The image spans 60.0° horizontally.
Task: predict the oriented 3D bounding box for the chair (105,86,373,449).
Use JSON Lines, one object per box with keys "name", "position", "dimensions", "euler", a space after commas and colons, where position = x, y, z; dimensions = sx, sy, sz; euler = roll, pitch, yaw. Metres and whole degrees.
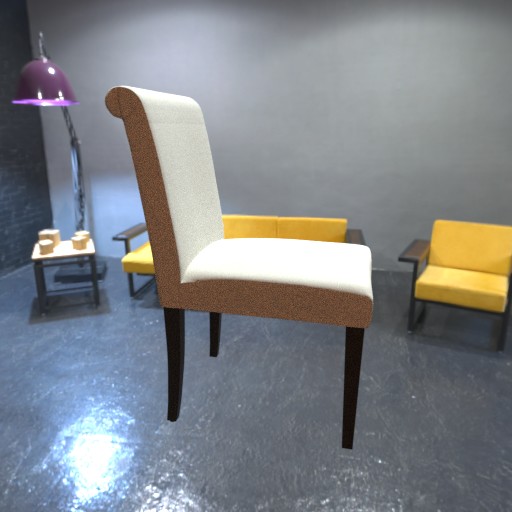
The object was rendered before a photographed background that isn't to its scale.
{"name": "chair", "position": [0.000, 0.000, 1.387], "dimensions": [0.708, 0.976, 0.452], "euler": [4, 16, 12]}
